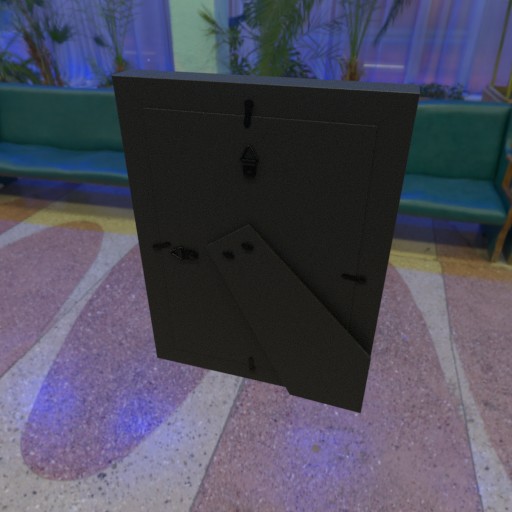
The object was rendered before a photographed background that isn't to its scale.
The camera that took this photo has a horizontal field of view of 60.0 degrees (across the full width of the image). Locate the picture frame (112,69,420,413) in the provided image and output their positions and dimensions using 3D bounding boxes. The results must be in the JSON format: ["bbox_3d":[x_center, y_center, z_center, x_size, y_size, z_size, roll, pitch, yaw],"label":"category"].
[{"bbox_3d":[0.000,0.000,0.278,0.157,0.208,0.028,9,33,14],"label":"picture frame"}]
